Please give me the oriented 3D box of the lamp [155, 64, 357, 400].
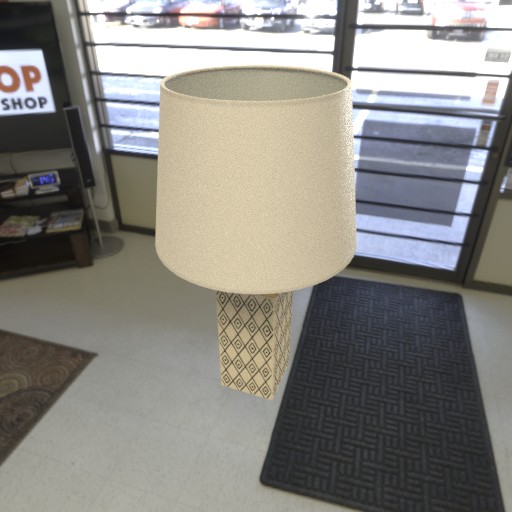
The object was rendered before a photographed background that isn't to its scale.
[{"bbox_3d":[0.000,0.000,0.580,0.251,0.435,0.251,0,32,0],"label":"lamp"}]
